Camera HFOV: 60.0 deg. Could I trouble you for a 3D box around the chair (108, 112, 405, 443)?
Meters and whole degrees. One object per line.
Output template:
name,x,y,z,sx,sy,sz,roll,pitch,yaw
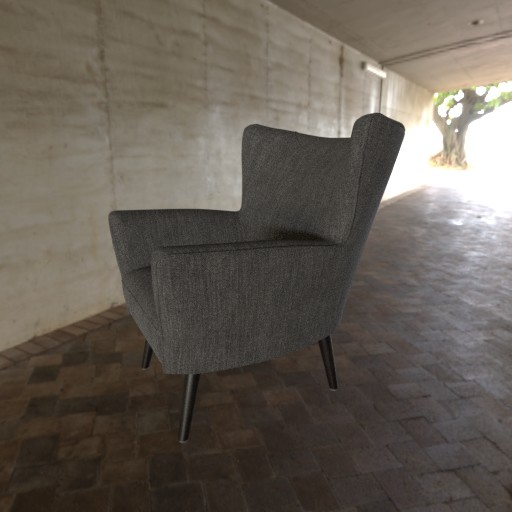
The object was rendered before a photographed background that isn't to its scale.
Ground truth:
chair,0.000,0.000,1.567,0.888,0.933,0.781,-7,16,-26
